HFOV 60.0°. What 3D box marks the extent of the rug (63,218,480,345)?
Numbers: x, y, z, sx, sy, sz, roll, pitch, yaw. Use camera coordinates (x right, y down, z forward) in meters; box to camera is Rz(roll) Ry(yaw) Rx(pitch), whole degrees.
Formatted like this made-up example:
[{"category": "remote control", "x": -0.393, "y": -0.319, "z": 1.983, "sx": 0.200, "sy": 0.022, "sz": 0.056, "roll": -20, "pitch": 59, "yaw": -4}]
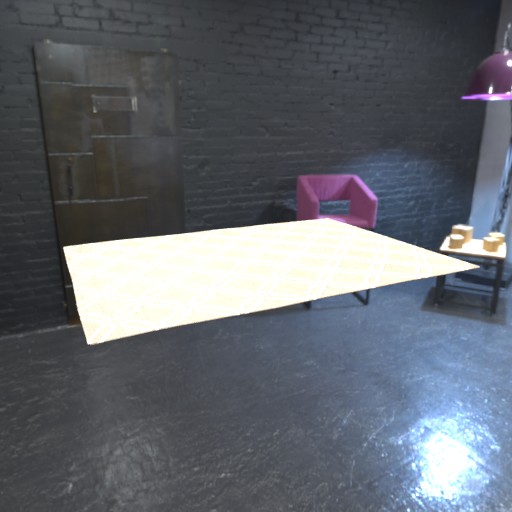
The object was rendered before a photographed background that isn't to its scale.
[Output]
[{"category": "rug", "x": 0.000, "y": 0.000, "z": 2.740, "sx": 2.135, "sy": 0.013, "sz": 1.524, "roll": -8, "pitch": 18, "yaw": -25}]
